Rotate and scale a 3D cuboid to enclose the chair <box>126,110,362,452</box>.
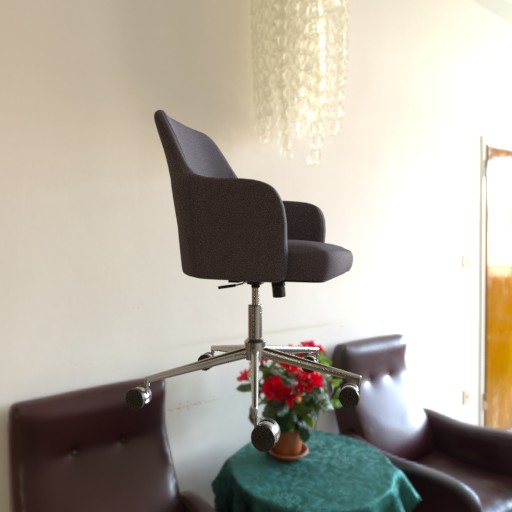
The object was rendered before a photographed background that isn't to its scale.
[{"bbox_3d":[0.000,0.000,1.283,0.600,0.820,0.655,0,1,19],"label":"chair"}]
